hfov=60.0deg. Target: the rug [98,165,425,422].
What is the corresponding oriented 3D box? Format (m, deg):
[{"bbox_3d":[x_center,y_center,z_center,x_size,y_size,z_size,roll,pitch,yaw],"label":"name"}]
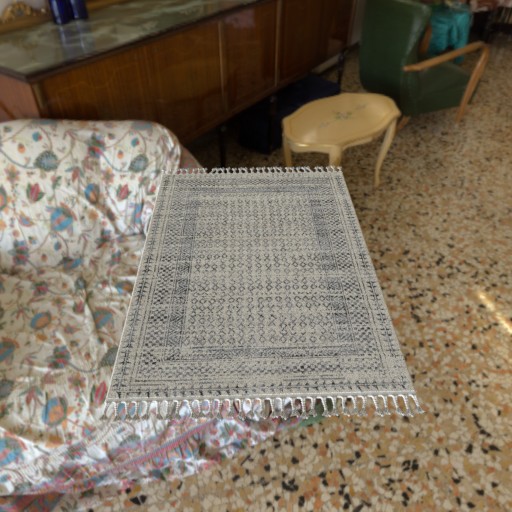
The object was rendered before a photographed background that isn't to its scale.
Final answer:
[{"bbox_3d":[0.000,0.000,2.362,1.243,0.013,1.872,-1,41,-1],"label":"rug"}]
